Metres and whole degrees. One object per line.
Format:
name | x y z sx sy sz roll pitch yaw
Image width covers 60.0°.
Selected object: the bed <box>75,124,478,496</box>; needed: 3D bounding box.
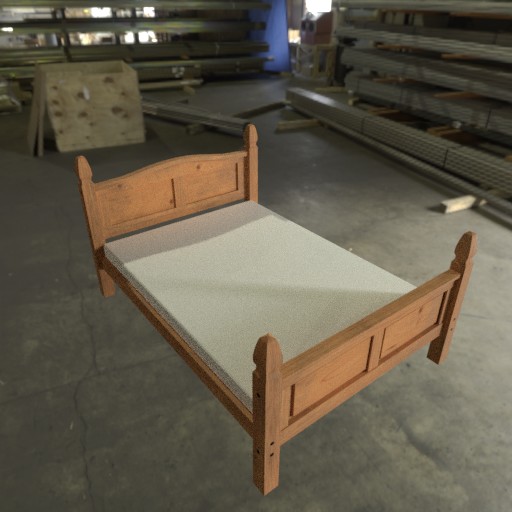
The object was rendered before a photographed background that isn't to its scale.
bed | 0.000 0.000 2.879 1.490 1.100 2.069 -21 36 -32
